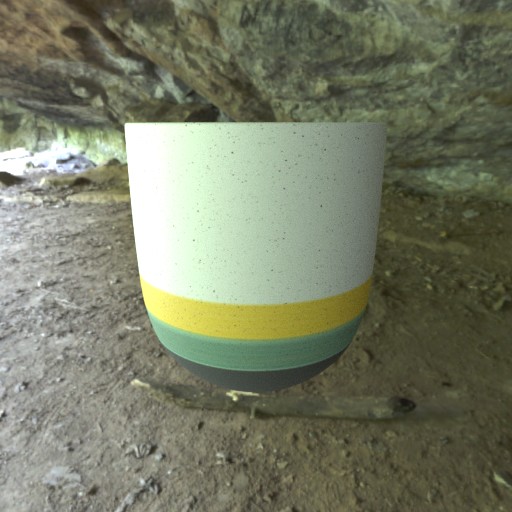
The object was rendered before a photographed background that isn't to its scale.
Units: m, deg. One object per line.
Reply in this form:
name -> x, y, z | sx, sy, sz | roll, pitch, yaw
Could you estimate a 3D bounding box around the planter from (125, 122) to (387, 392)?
planter -> 0.000, 0.000, 0.372 | 0.195, 0.214, 0.195 | 0, 16, 0
